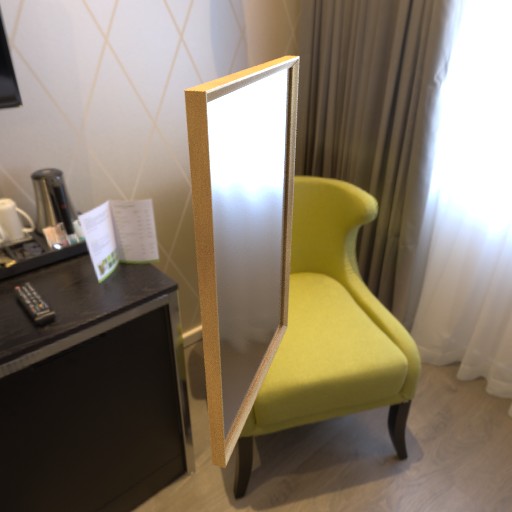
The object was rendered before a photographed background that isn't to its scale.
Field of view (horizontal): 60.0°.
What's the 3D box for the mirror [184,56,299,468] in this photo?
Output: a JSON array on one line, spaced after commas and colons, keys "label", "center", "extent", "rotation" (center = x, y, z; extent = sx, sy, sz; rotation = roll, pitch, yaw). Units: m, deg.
[{"label": "mirror", "center": [0.000, 0.000, 1.167], "extent": [0.041, 0.915, 0.609], "rotation": [9, 31, 16]}]
